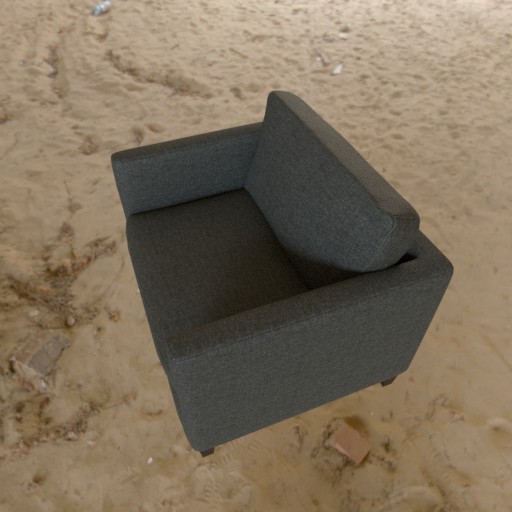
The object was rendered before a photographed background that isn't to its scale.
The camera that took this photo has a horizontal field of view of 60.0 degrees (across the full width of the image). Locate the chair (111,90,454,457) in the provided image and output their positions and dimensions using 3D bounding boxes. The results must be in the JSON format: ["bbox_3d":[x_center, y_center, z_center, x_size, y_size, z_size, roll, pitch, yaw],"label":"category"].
[{"bbox_3d":[0.000,0.000,1.810,0.959,0.963,1.107,-16,48,-15],"label":"chair"}]
